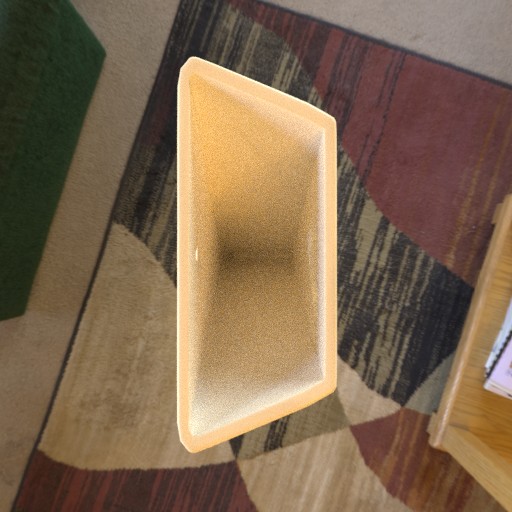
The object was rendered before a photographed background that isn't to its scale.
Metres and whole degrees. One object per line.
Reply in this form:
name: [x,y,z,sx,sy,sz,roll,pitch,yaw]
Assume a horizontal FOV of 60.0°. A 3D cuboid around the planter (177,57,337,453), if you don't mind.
planter: [0.000,0.000,0.265,0.060,0.197,0.150,0,90,0]
